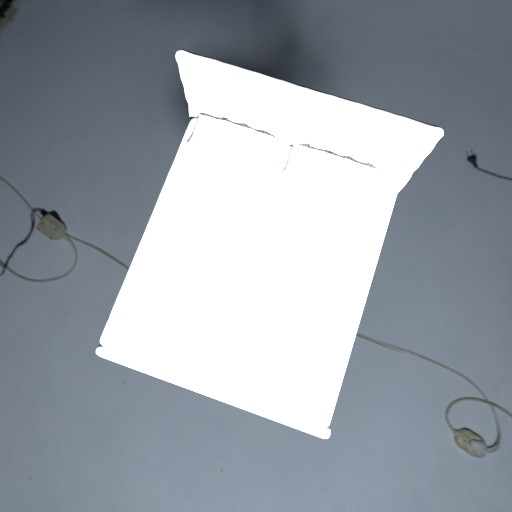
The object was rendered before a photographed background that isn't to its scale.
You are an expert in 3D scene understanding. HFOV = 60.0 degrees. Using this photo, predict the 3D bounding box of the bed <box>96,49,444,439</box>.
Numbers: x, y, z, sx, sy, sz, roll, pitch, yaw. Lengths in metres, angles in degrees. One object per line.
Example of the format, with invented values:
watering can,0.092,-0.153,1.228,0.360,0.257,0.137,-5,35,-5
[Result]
bed,0.000,0.000,3.664,2.078,1.427,2.387,19,76,5
